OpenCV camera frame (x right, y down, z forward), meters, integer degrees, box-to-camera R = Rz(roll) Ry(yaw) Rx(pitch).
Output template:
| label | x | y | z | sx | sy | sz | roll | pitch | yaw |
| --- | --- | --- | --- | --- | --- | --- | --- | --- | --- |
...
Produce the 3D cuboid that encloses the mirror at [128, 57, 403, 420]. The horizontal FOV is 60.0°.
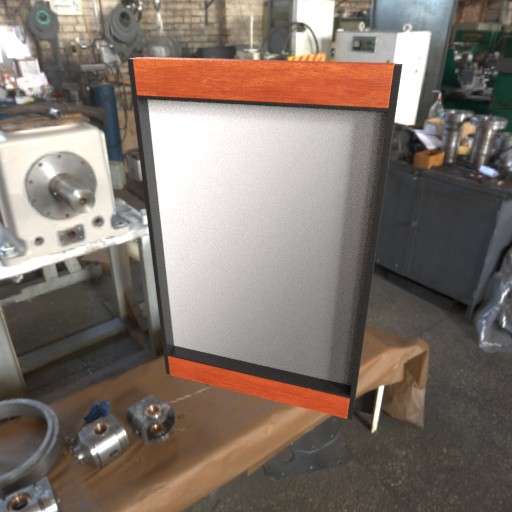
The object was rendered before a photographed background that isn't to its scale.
| label | x | y | z | sx | sy | sz | roll | pitch | yaw |
| --- | --- | --- | --- | --- | --- | --- | --- | --- | --- |
| mirror | 0.000 | 0.000 | 1.018 | 0.525 | 0.823 | 0.047 | 9 | 29 | 16 |
